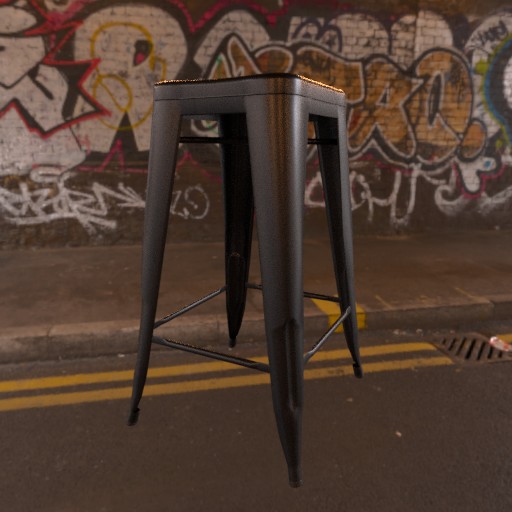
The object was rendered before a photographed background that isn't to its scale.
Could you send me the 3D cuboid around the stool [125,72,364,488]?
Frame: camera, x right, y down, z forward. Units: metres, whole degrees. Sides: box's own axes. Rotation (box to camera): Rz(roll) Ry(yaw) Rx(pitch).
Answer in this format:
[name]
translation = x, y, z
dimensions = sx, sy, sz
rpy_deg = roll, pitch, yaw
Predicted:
[stool]
translation = 0.000, 0.000, 0.850
dimensions = 0.359, 0.609, 0.399
rpy_deg = 7, 16, 26
